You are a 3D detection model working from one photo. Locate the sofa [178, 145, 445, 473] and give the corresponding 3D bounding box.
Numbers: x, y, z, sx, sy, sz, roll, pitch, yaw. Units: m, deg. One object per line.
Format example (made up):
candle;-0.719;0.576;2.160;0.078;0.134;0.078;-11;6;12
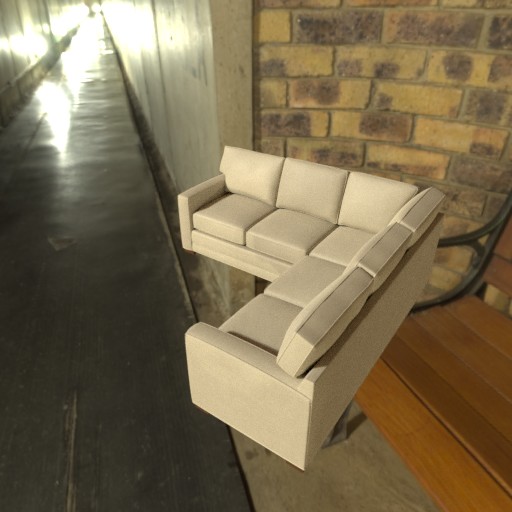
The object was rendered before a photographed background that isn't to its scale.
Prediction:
sofa;0.000;0.000;3.438;2.182;0.939;2.189;20;37;29
